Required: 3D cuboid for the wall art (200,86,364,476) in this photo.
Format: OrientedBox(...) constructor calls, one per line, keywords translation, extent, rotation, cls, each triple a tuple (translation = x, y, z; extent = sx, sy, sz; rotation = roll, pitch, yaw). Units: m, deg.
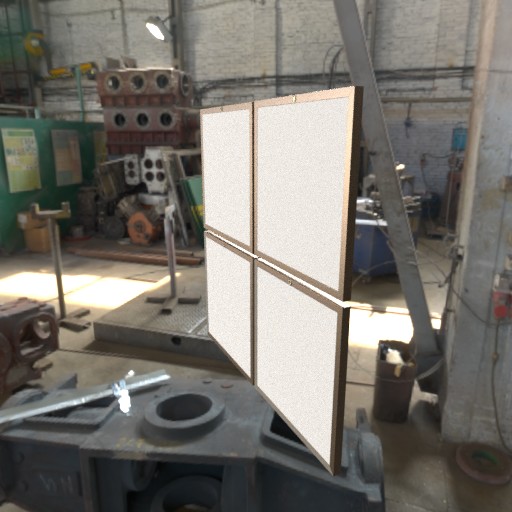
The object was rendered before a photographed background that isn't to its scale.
OrientedBox(translation=(0.000, 0.000, 1.562), extent=(0.030, 1.032, 1.032), rotation=(-7, 17, -25), cls="wall art")
